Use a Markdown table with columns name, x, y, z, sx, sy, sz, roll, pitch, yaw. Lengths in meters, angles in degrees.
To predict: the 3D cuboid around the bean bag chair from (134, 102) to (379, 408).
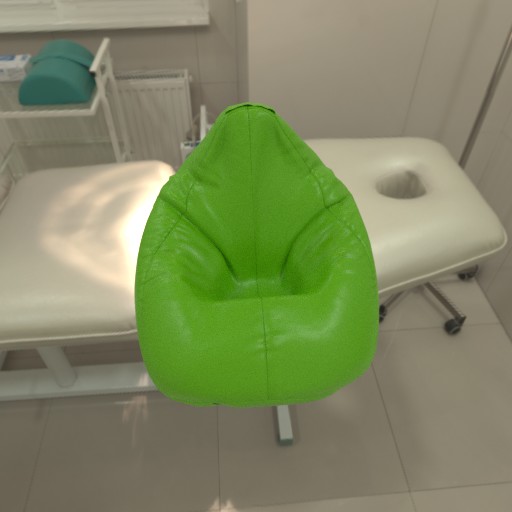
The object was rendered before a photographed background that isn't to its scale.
| name | x | y | z | sx | sy | sz | roll | pitch | yaw |
| --- | --- | --- | --- | --- | --- | --- | --- | --- | --- |
| bean bag chair | 0.000 | 0.000 | 1.873 | 1.070 | 0.990 | 1.070 | -4 | 46 | -3 |
